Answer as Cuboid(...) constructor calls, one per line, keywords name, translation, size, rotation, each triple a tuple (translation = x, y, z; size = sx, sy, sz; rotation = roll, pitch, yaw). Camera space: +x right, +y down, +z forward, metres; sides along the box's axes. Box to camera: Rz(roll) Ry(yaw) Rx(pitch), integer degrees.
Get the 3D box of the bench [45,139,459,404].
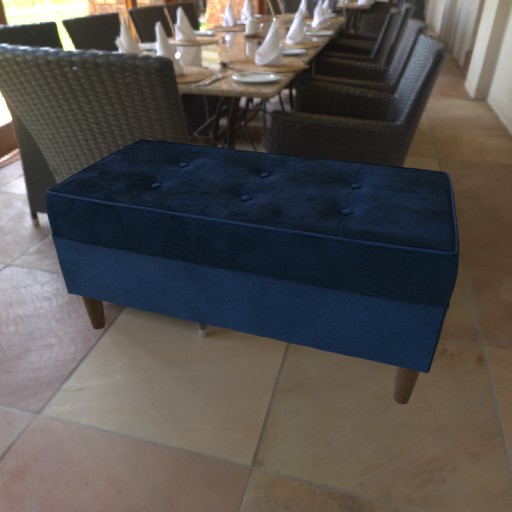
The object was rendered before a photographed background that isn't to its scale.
Cuboid(name="bench", translation=(0.000, 0.000, 1.296), size=(1.010, 0.467, 0.489), rotation=(10, 33, 15))
